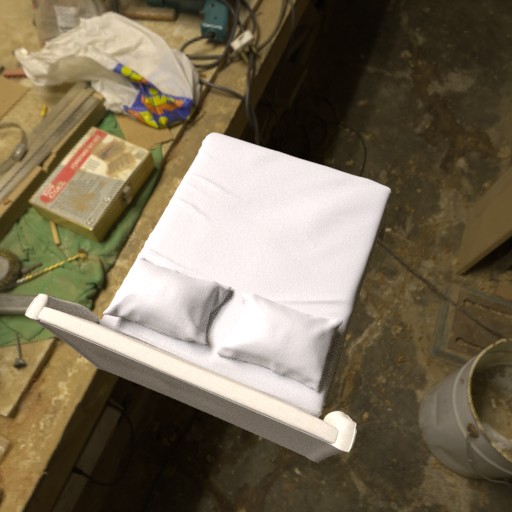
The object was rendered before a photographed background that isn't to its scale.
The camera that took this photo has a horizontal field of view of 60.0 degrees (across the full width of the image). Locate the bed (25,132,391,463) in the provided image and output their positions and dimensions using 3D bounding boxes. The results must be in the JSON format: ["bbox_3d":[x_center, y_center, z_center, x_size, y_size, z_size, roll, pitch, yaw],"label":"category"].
[{"bbox_3d":[0.000,0.000,3.359,1.925,1.332,2.276,20,65,10],"label":"bed"}]
